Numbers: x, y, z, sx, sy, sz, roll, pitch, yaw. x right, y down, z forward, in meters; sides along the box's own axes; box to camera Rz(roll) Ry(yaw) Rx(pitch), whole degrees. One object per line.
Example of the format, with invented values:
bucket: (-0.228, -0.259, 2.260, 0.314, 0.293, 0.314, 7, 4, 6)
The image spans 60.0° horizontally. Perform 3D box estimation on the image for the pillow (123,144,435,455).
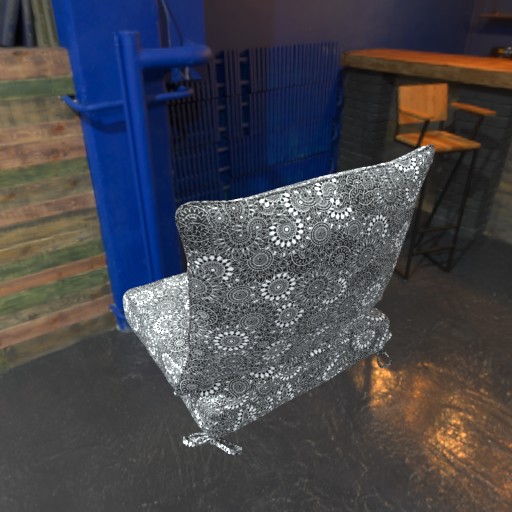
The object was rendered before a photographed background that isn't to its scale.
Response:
pillow: (0.000, 0.000, 1.378, 0.798, 0.722, 0.740, -19, 35, -29)
